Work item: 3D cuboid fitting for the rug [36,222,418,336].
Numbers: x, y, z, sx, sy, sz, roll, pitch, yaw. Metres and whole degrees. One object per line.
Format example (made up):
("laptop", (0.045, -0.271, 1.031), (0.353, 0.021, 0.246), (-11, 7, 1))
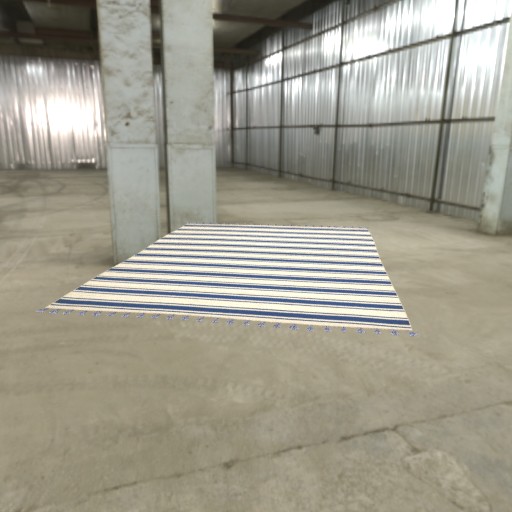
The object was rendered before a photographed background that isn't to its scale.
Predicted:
("rug", (0.000, 0.000, 4.412), (2.471, 0.016, 3.416), (2, 15, 9))
